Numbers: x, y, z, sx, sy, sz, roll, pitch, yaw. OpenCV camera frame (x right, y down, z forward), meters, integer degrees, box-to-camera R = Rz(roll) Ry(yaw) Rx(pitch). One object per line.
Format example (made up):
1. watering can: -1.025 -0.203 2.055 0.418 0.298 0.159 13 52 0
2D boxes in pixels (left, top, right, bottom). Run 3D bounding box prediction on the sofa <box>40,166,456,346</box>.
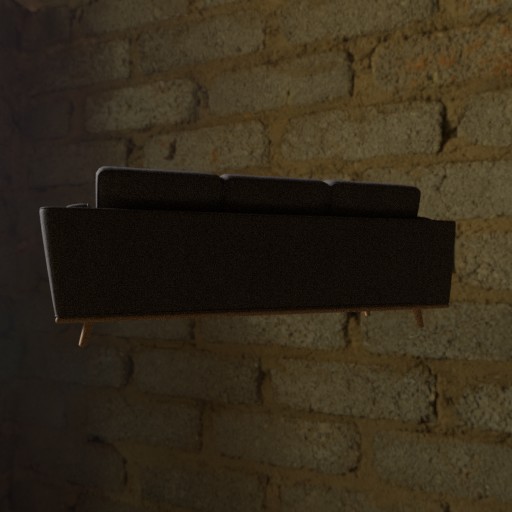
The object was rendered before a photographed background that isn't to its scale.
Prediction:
1. sofa: 0.000 0.000 2.774 2.362 0.899 0.903 0 -1 -18
